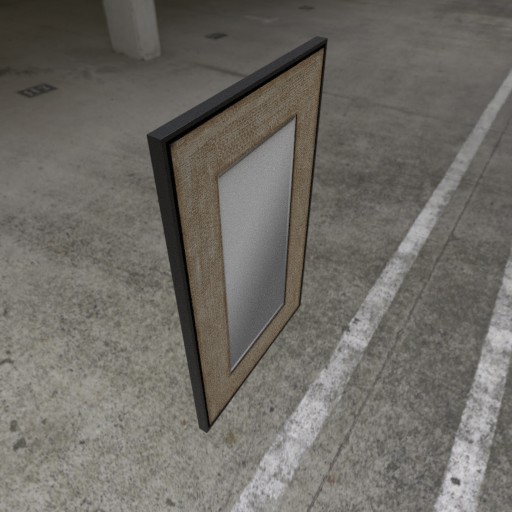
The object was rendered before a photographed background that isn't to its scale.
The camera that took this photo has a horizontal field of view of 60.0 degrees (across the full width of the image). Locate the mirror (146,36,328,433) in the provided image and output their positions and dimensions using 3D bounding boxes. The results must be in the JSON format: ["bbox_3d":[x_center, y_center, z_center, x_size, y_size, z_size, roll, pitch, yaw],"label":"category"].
[{"bbox_3d":[0.000,0.000,1.524,0.038,1.219,0.762,23,47,23],"label":"mirror"}]
